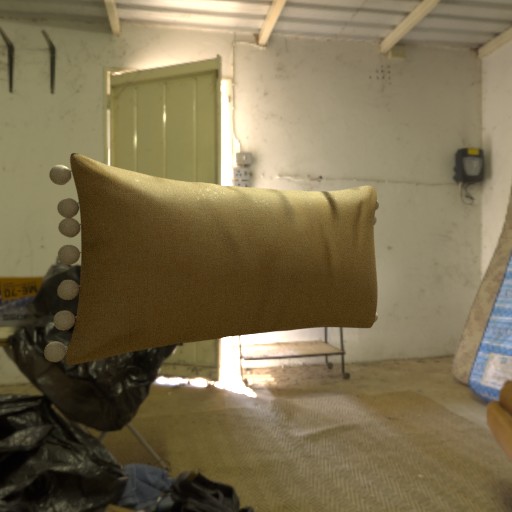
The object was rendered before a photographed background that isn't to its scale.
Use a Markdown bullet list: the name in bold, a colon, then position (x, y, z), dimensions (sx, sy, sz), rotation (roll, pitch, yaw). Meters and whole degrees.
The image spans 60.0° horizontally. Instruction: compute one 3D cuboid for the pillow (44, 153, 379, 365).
- **pillow**: position (0.000, 0.000, 0.816), dimensions (0.709, 0.322, 0.201), rotation (0, -1, -35)
